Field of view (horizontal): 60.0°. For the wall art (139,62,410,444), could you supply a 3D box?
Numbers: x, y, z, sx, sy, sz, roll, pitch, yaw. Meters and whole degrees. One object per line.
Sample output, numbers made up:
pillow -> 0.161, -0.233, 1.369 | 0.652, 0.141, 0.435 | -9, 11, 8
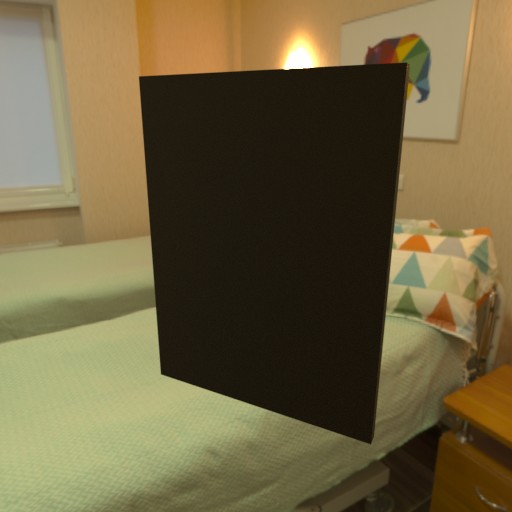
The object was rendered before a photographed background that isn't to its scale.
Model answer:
wall art -> 0.000, 0.000, 1.374 | 0.806, 1.062, 0.038 | 9, 20, 27
